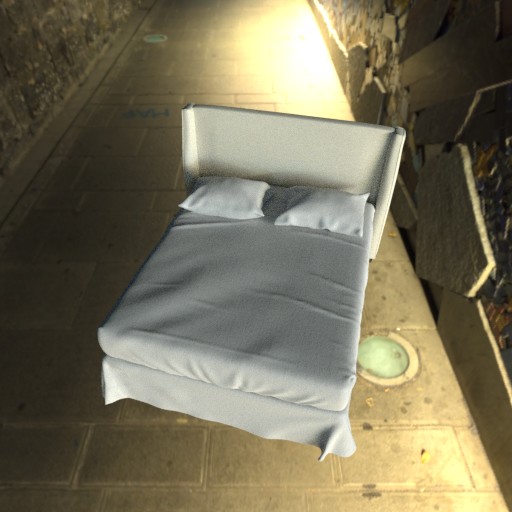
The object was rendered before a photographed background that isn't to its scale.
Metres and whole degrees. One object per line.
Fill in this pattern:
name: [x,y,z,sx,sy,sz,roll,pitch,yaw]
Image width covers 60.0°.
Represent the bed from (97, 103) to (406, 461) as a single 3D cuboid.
bed: [0.000,0.000,3.411,1.925,1.332,2.276,10,43,11]
